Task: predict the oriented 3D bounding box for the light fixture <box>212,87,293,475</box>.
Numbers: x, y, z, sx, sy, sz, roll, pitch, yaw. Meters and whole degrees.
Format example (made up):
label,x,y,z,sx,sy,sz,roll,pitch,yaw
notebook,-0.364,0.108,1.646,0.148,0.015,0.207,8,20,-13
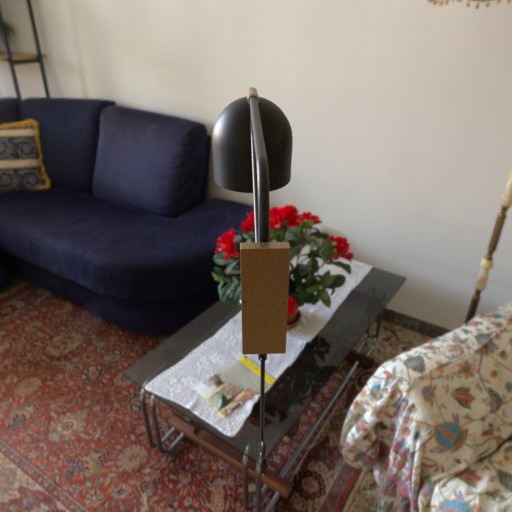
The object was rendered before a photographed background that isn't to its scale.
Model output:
label,x,y,z,sx,sy,sz,roll,pitch,yaw
light fixture,0.000,0.000,1.071,0.215,0.696,0.720,-1,30,-2
